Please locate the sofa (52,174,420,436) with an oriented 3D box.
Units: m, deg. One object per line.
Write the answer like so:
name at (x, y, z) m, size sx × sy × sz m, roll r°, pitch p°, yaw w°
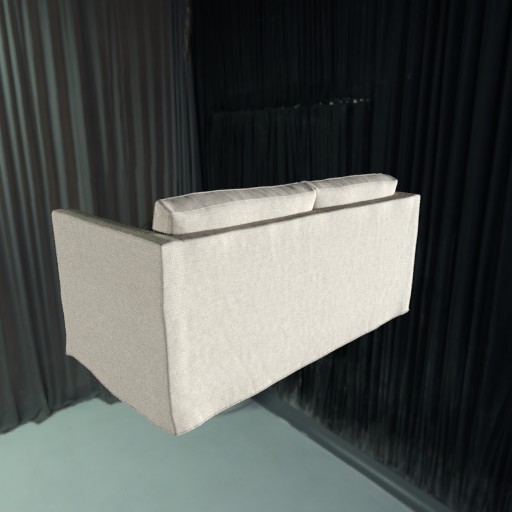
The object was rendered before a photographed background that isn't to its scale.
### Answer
sofa at (0.000, 0.000, 2.353) m, size 1.766 × 0.828 × 0.956 m, roll -14°, pitch 21°, yaw -42°
